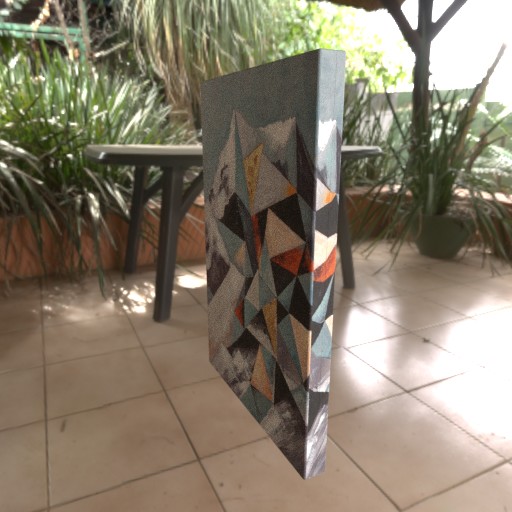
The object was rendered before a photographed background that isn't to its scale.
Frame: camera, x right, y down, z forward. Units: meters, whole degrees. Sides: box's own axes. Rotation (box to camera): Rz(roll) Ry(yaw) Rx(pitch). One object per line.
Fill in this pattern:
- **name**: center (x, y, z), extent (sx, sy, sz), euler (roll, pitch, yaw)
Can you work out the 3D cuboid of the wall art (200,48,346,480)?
- **wall art**: center (0.000, 0.000, 1.167), extent (0.061, 0.911, 0.609), euler (-8, 17, -26)
